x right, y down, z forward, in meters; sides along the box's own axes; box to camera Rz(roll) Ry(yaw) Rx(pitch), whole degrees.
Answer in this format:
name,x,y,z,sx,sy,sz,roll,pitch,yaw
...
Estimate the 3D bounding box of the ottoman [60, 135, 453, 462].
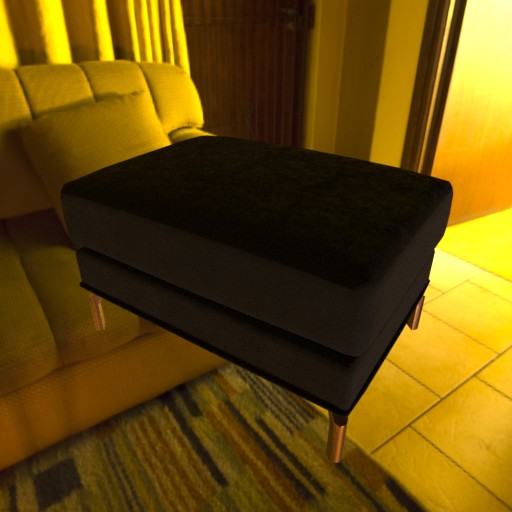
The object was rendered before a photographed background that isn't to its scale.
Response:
name,x,y,z,sx,sy,sz,roll,pitch,yaw
ottoman,0.000,0.000,1.210,0.835,0.498,0.587,19,35,29
